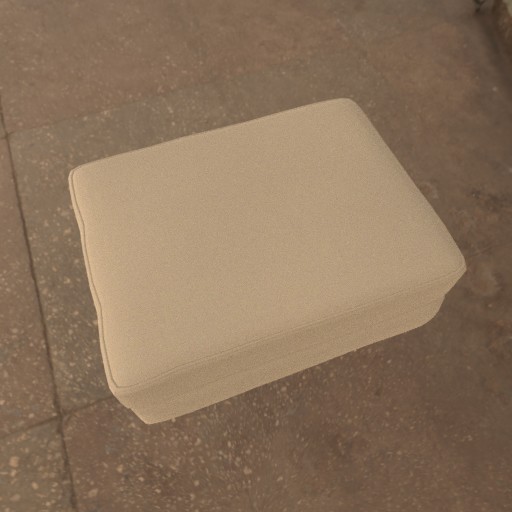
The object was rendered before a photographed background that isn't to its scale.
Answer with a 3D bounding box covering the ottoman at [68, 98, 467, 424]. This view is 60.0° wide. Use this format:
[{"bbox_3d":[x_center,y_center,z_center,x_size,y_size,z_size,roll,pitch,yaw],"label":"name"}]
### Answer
[{"bbox_3d":[0.000,0.000,1.210,0.818,0.485,0.634,-18,61,-10],"label":"ottoman"}]
